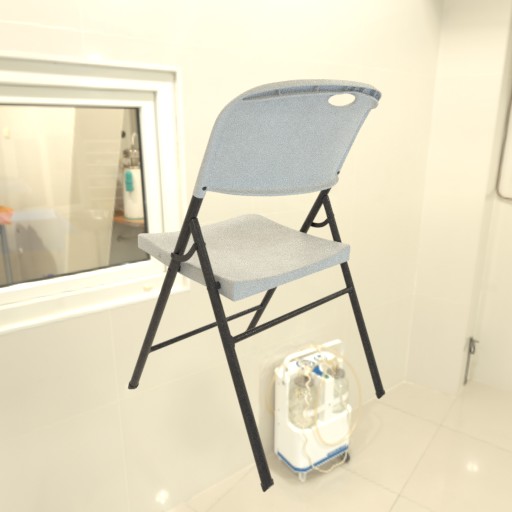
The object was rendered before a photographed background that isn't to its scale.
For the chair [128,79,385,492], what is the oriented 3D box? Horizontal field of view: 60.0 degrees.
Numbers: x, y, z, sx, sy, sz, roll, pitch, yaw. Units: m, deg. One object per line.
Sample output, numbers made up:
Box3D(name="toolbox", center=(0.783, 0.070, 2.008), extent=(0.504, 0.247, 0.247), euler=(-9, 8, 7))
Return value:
Box3D(name="chair", center=(0.000, 0.000, 1.149), extent=(0.566, 0.810, 0.494), euler=(15, 22, 42))
